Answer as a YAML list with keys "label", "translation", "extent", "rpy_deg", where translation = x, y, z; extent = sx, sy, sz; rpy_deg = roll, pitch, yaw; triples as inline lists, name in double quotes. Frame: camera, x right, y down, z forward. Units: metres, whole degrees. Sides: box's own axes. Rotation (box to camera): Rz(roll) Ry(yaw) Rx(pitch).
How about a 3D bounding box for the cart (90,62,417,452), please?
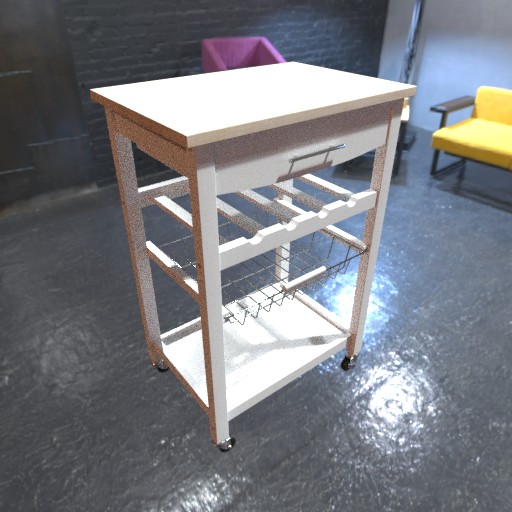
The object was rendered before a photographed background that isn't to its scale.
- label: "cart"
  translation: [0.000, 0.000, 1.183]
  extent: [0.578, 0.857, 0.406]
  rpy_deg: [-22, 39, -31]
